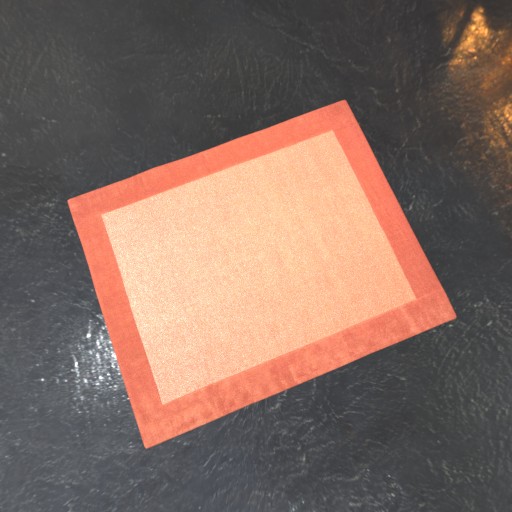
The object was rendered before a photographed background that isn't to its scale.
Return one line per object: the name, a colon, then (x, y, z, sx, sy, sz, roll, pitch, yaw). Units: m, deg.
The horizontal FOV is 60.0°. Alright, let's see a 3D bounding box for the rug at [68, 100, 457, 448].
rug: (0.000, 0.000, 4.148, 2.976, 0.018, 2.430, -21, 76, -6)
